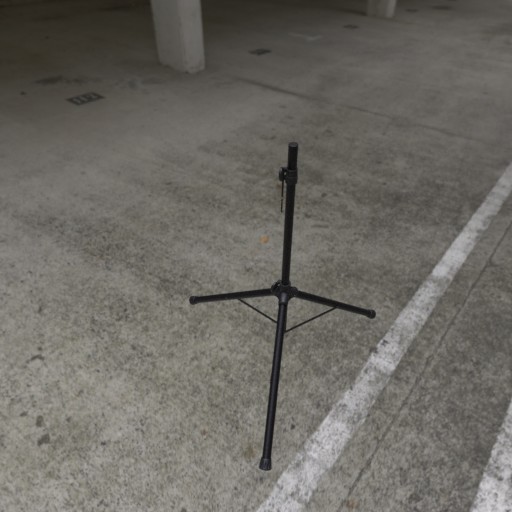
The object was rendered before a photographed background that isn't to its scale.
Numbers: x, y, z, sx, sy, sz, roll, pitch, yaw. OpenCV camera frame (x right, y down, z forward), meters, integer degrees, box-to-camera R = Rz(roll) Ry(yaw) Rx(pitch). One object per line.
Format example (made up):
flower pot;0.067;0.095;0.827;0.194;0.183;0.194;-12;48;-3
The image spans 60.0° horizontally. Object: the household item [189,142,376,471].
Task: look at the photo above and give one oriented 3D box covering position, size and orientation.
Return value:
household item;0.000;0.000;1.917;0.907;1.136;1.045;26;47;27
